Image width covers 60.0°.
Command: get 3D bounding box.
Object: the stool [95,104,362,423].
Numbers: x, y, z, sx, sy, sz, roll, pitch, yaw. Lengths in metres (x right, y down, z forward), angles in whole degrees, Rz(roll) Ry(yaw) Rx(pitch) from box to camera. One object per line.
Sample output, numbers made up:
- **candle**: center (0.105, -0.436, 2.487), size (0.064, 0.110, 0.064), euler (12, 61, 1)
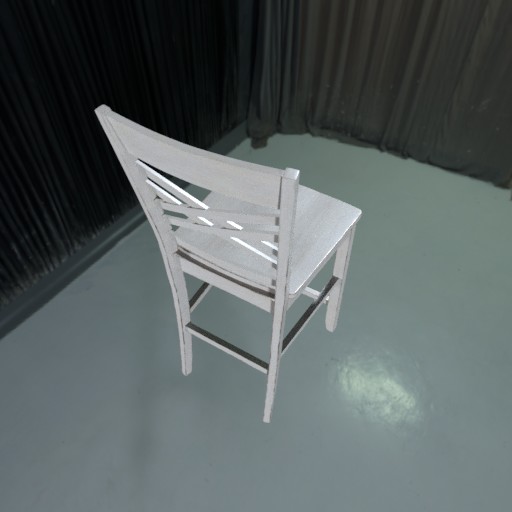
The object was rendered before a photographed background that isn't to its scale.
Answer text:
- **stool**: center (0.000, 0.000, 1.358), size (0.462, 1.079, 0.539), euler (23, 51, 21)
